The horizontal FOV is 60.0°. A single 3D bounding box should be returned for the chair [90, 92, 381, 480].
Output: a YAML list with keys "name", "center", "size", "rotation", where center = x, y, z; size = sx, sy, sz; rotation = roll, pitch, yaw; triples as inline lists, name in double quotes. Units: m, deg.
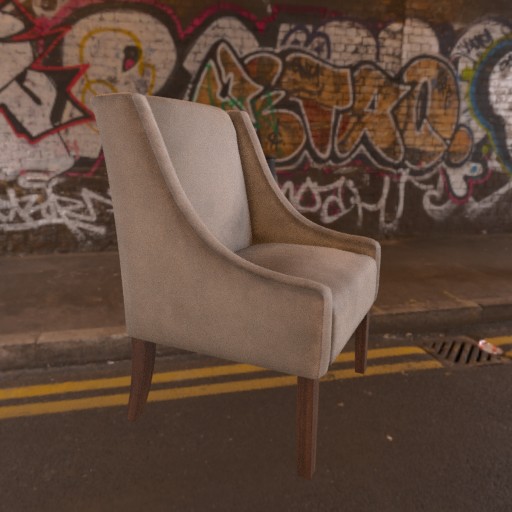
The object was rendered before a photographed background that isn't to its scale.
- name: "chair"
  center: [0.000, 0.000, 1.319]
  size: [0.629, 0.895, 0.629]
  rotation: [6, 15, 25]
